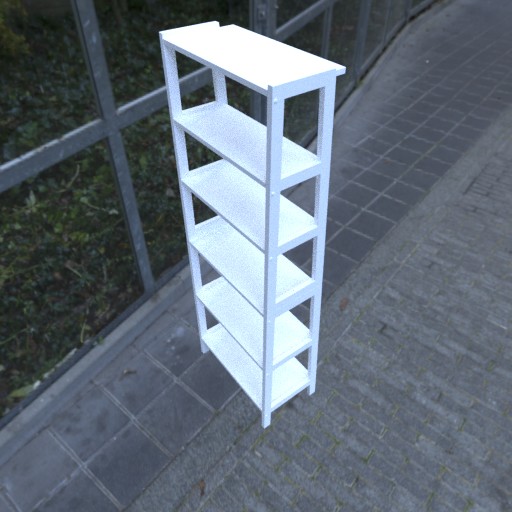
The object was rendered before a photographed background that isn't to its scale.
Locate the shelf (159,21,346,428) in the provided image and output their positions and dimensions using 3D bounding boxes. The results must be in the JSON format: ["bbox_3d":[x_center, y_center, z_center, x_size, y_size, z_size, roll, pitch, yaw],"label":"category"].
[{"bbox_3d":[0.000,0.000,2.110,0.381,1.892,0.660,-27,48,-27],"label":"shelf"}]
